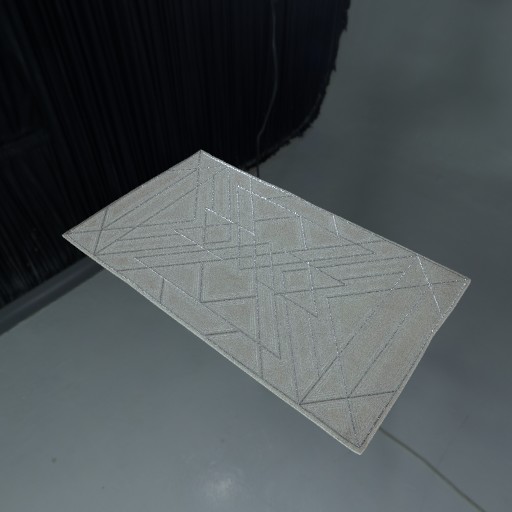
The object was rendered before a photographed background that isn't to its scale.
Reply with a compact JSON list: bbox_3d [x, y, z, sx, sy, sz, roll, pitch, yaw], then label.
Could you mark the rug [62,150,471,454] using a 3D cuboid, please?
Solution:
[{"bbox_3d":[0.000,0.000,1.077,0.869,0.008,0.511,30,53,26],"label":"rug"}]
